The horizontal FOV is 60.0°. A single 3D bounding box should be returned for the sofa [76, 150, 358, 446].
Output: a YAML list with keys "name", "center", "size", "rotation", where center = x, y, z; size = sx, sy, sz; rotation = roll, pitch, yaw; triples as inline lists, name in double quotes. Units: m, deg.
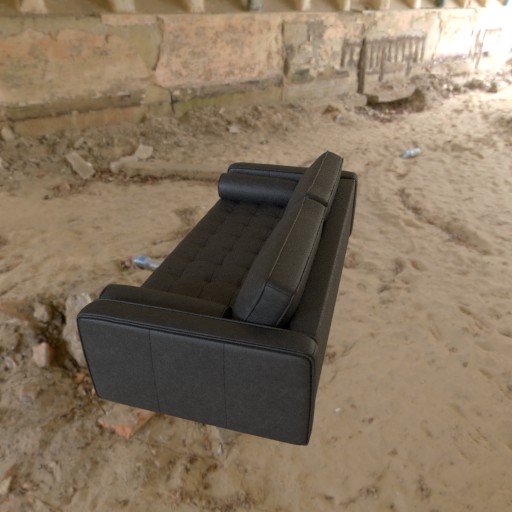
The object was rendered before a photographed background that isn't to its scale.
- name: "sofa"
  center: [0.000, 0.000, 2.386]
  size: [0.921, 0.770, 1.879]
  rotation: [8, 31, 13]
